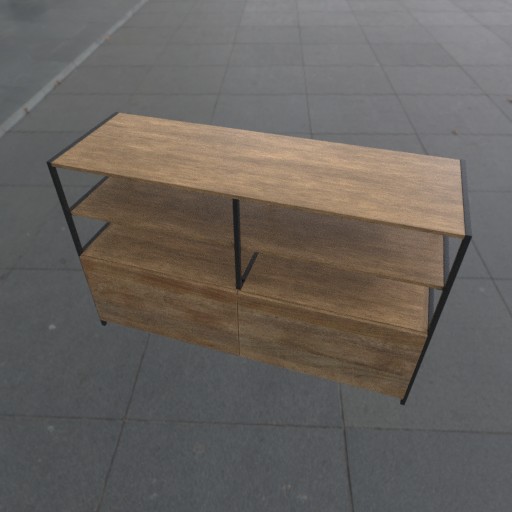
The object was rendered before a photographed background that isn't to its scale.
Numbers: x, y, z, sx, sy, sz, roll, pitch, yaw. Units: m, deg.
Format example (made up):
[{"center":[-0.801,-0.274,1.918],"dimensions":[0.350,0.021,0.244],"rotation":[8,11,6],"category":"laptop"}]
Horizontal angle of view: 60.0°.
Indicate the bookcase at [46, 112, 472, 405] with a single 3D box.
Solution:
[{"center":[0.000,0.000,1.503],"dimensions":[1.149,0.712,0.391],"rotation":[12,42,13],"category":"bookcase"}]
